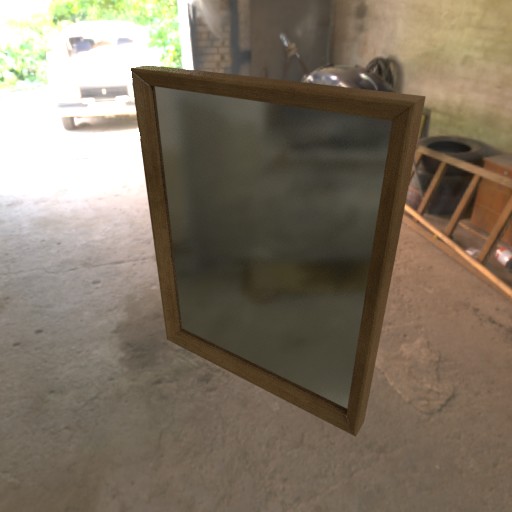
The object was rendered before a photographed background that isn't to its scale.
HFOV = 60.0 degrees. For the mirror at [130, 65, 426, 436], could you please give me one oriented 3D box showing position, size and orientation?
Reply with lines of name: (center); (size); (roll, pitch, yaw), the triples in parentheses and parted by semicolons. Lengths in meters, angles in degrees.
mirror: (0.000, 0.000, 0.678); (0.406, 0.509, 0.041); (19, 36, 29)
